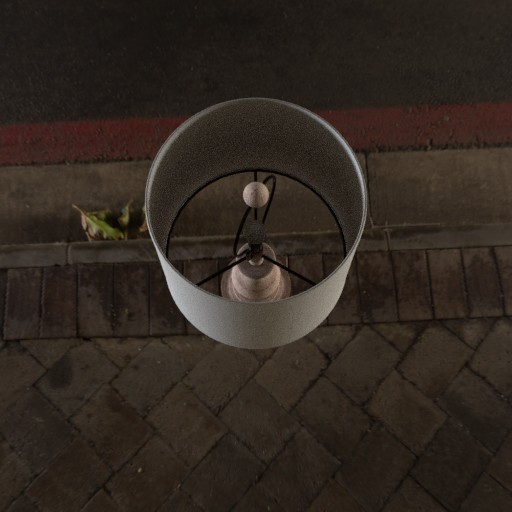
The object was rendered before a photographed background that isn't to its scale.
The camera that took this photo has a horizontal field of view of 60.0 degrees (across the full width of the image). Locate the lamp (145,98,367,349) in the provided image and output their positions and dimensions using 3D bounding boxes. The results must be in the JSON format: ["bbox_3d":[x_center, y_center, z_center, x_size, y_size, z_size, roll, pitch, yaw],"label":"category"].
[{"bbox_3d":[0.000,0.000,0.663,0.273,0.497,0.273,0,75,0],"label":"lamp"}]
